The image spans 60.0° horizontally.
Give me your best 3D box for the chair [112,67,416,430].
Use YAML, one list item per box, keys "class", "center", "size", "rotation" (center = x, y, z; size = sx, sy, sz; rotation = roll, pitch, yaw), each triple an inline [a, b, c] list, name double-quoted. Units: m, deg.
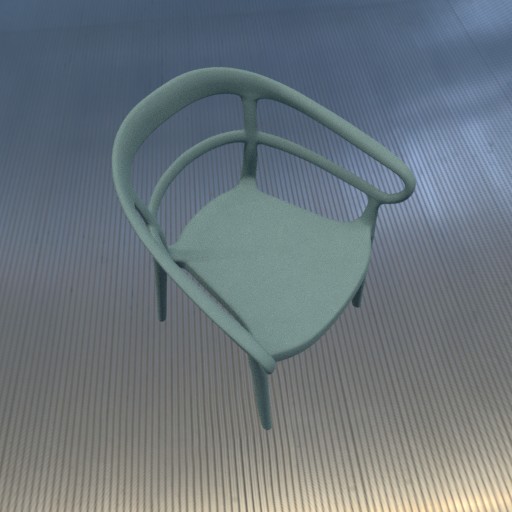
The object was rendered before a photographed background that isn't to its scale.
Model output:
- class: "chair"
  center: [0.000, 0.000, 1.142]
  size: [0.527, 0.761, 0.559]
  rotation: [34, 64, 19]
